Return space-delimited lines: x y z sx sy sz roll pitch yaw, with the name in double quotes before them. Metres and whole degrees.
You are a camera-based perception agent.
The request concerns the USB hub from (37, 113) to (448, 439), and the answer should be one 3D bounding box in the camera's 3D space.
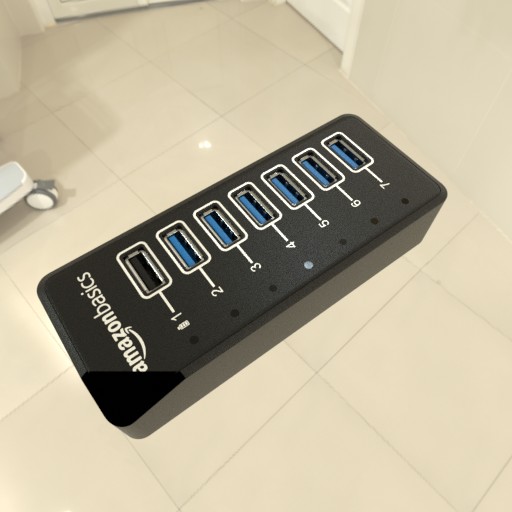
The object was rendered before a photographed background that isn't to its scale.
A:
"USB hub" 0.000 0.000 0.129 0.110 0.023 0.044 -32 64 -18
